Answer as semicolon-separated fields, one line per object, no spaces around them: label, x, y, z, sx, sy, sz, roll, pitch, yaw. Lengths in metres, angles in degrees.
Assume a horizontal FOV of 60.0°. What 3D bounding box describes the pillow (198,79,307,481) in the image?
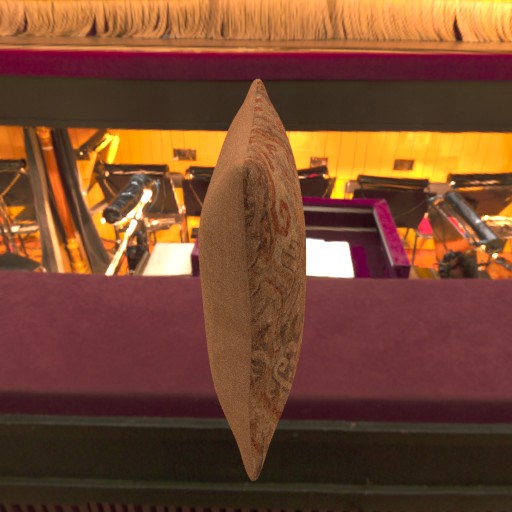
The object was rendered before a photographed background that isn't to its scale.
pillow;0.000;0.000;0.781;0.166;0.506;0.523;1;31;2
